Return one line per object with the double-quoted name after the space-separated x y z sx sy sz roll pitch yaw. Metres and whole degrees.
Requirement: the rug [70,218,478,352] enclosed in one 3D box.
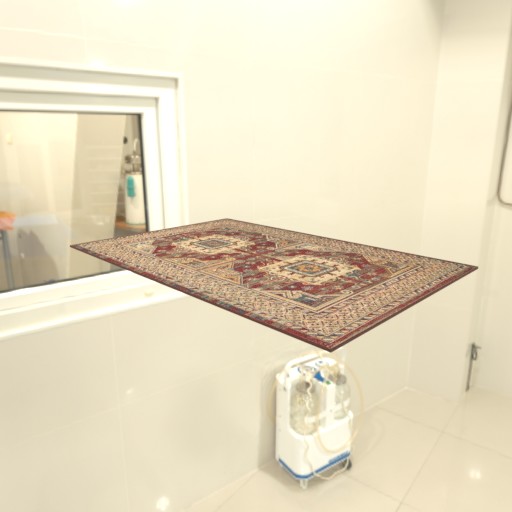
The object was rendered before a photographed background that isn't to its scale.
0.000 0.000 5.886 4.578 0.033 3.033 15 21 43 "rug"
